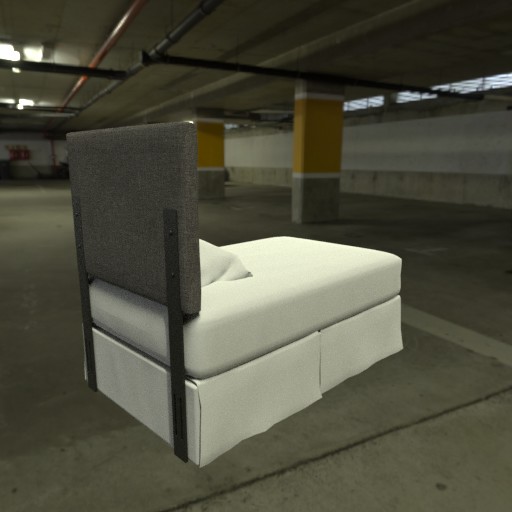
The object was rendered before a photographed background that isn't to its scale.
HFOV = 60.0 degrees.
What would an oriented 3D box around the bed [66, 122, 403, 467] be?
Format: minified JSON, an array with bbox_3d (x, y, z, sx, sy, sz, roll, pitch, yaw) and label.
[{"bbox_3d":[0.000,0.000,2.988,1.261,1.571,1.997,12,17,44],"label":"bed"}]
